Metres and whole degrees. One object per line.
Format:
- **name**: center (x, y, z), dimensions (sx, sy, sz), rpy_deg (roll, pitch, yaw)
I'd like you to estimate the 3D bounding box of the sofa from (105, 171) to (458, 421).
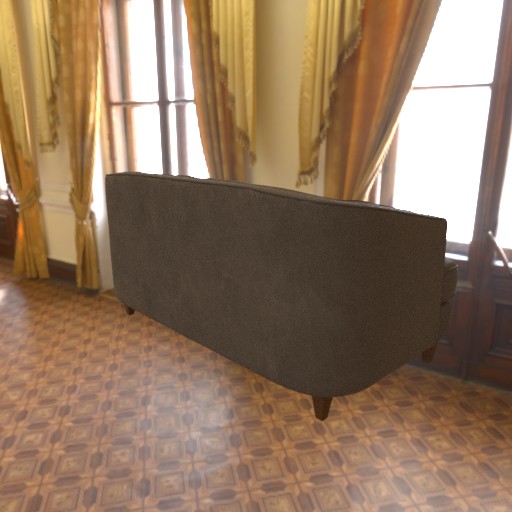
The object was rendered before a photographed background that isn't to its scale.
- **sofa**: center (0.000, 0.000, 2.281), dimensions (0.941, 0.855, 1.733), rpy_deg (-14, 21, -43)
